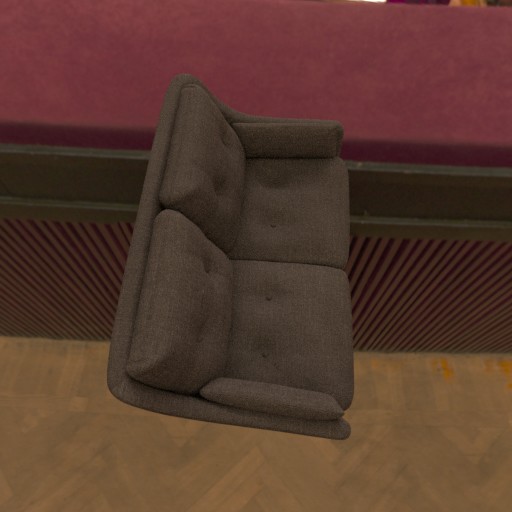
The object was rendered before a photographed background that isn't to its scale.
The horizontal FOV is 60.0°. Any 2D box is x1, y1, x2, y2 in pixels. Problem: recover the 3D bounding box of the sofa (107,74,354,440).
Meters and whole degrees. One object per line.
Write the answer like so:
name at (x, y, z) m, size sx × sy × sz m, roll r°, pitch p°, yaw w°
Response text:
sofa at (0.000, 0.000, 2.194) m, size 0.976 × 0.887 × 1.646 m, roll 4°, pitch 64°, yaw 2°
